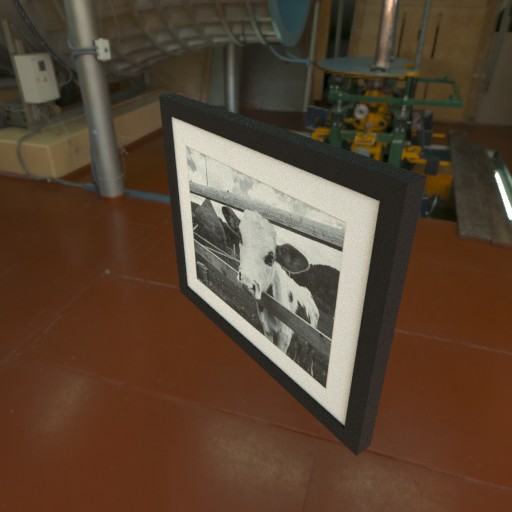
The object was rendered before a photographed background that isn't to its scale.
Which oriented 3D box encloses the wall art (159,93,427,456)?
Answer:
[{"bbox_3d":[0.000,0.000,0.560,0.024,0.329,0.404,-22,37,-32],"label":"wall art"}]
